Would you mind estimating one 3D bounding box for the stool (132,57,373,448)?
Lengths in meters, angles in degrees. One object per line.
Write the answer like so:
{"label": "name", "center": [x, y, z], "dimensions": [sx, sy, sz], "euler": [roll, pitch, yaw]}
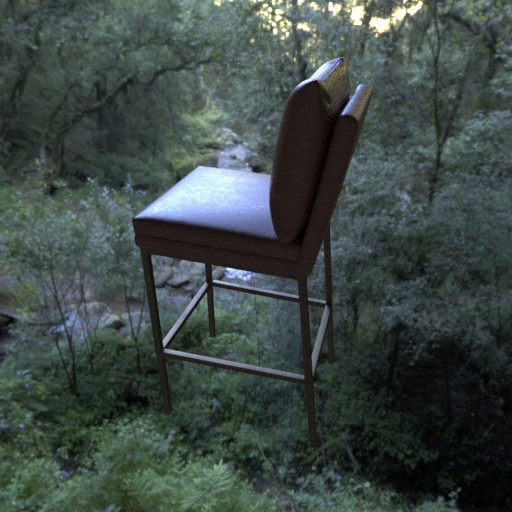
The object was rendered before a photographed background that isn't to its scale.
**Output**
{"label": "stool", "center": [0.000, 0.000, 1.400], "dimensions": [0.571, 1.124, 0.463], "euler": [9, 31, 14]}
